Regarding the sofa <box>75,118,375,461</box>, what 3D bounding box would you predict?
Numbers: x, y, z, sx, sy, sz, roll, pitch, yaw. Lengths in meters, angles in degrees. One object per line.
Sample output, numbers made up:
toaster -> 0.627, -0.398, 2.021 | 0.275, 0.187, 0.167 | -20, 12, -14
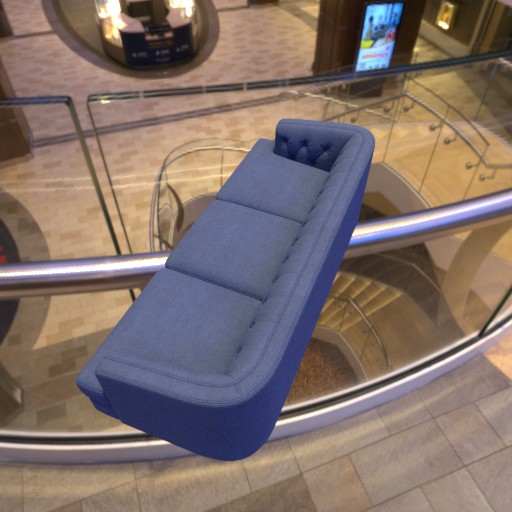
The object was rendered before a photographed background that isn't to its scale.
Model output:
sofa -> 0.000, 0.000, 2.677 | 0.914, 0.787, 2.235 | 18, 50, 16
